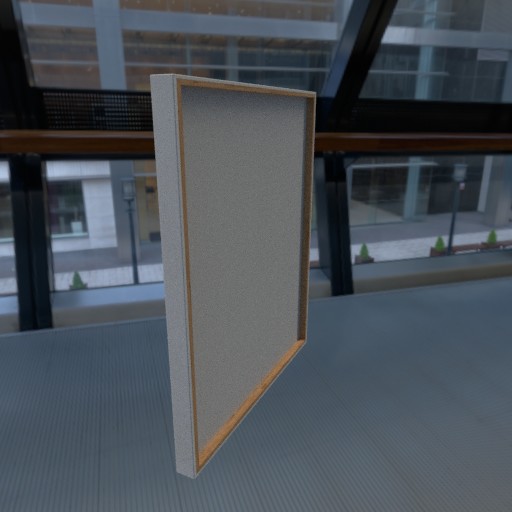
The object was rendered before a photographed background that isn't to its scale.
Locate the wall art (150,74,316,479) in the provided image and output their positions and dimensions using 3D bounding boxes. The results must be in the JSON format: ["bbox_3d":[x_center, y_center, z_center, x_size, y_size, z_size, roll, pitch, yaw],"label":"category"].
[{"bbox_3d":[0.000,0.000,0.844,0.037,0.606,0.508,9,20,25],"label":"wall art"}]
